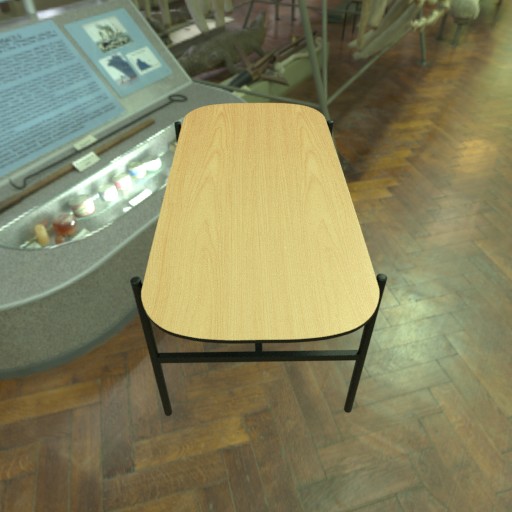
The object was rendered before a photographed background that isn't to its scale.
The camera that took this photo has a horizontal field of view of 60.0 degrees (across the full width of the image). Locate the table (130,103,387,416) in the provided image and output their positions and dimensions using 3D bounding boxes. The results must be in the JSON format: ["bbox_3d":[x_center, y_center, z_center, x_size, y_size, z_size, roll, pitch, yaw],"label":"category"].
[{"bbox_3d":[0.000,0.000,1.029,0.400,0.400,0.800,-1,41,-1],"label":"table"}]
